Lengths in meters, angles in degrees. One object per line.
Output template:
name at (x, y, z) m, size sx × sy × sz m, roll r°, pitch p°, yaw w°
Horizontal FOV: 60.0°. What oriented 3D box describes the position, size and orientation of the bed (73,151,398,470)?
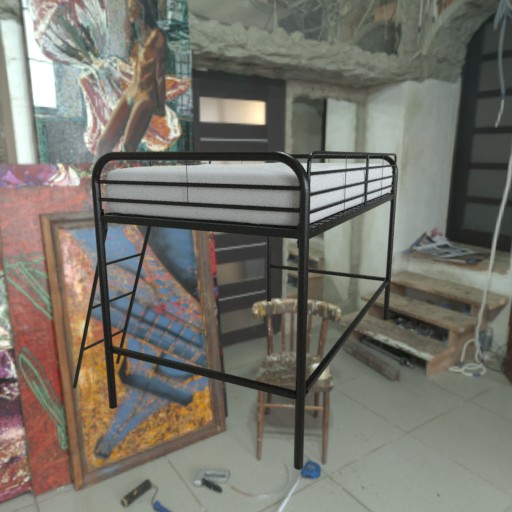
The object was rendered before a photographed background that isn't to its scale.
bed at (0.000, 0.000, 2.848) m, size 1.393 × 1.289 × 1.968 m, roll 6°, pitch 14°, yaw 26°
